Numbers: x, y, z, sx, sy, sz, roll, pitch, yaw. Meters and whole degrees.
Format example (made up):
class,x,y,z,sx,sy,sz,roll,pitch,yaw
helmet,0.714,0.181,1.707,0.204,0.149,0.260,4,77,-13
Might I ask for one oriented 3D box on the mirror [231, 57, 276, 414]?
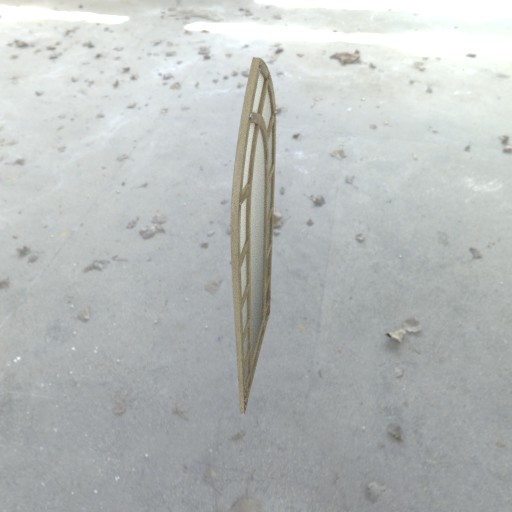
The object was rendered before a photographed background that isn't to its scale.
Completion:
class,x,y,z,sx,sy,sz,roll,pitch,yaw
mirror,0.000,0.000,1.328,0.025,1.175,0.464,9,47,9
